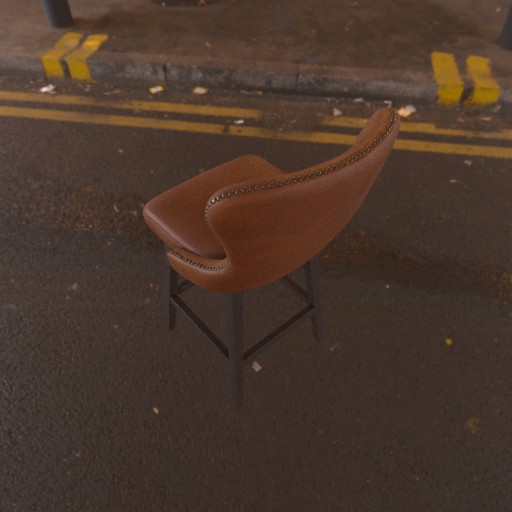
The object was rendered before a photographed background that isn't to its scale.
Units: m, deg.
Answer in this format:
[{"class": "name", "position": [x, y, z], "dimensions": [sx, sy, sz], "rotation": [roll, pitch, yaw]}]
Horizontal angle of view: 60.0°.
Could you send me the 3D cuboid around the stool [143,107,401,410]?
[{"class": "stool", "position": [0.000, 0.000, 1.316], "dimensions": [0.528, 0.971, 0.593], "rotation": [-32, 54, -27]}]
